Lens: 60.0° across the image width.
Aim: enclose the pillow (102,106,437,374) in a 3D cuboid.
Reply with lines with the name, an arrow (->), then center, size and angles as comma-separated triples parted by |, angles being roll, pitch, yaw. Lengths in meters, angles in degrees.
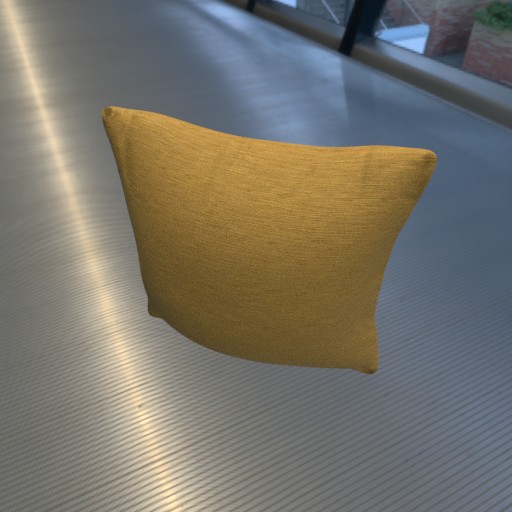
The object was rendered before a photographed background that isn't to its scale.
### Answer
pillow -> 0.000, 0.000, 0.677 | 0.435, 0.417, 0.247 | 12, 42, 14
